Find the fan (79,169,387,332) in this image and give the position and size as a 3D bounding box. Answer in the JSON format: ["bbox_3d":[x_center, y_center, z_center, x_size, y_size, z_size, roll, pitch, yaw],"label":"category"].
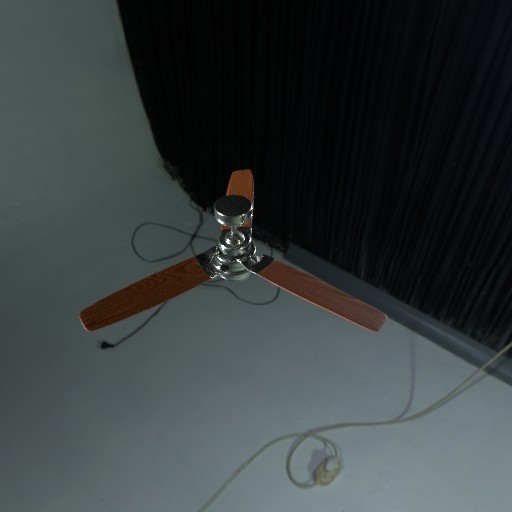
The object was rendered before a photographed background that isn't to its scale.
[{"bbox_3d":[0.000,0.000,2.065,1.271,0.410,1.416,26,48,26],"label":"fan"}]
